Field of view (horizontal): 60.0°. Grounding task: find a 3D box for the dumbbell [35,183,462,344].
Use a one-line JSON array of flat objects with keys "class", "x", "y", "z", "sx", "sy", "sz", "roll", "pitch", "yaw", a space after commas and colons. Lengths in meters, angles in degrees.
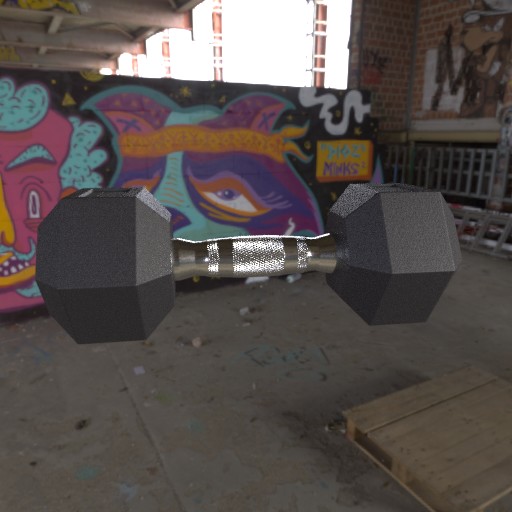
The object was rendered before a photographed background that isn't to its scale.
[{"class": "dumbbell", "x": 0.000, "y": 0.000, "z": 0.339, "sx": 0.297, "sy": 0.101, "sz": 0.116, "roll": -2, "pitch": 15, "yaw": -8}]
